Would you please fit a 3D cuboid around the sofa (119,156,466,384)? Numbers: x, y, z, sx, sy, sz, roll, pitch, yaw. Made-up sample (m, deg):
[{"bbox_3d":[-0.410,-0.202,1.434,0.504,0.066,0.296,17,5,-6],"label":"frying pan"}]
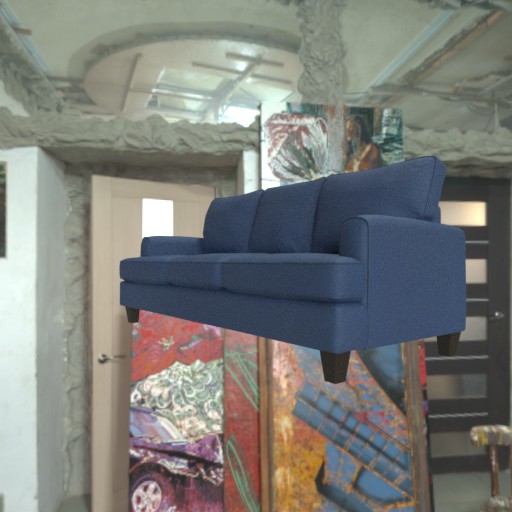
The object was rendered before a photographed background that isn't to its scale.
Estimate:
[{"bbox_3d":[0.000,0.000,2.692,0.951,0.965,2.158,0,-1,-37],"label":"sofa"}]
